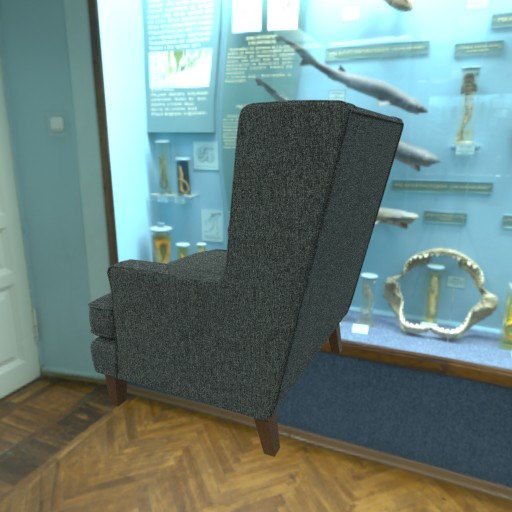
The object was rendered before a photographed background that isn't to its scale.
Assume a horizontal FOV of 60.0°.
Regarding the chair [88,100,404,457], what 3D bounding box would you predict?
[{"bbox_3d":[0.000,0.000,1.760,0.927,1.082,0.942,7,16,25],"label":"chair"}]
